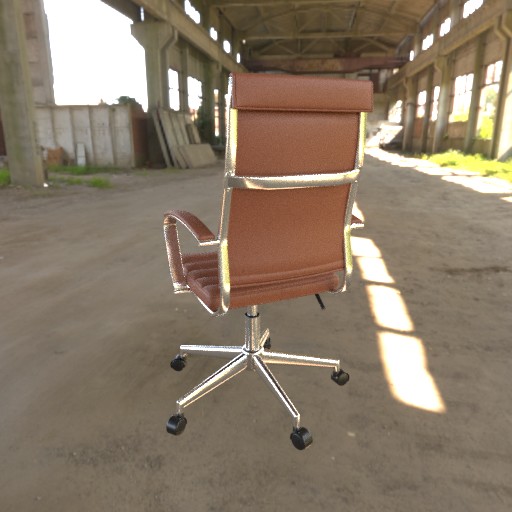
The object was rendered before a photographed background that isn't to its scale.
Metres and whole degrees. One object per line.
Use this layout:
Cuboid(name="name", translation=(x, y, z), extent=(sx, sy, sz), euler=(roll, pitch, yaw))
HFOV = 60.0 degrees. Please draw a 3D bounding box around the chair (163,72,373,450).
Cuboid(name="chair", translation=(0.000, 0.000, 1.604), extent=(0.766, 1.149, 0.739), euler=(-8, 17, -25))
